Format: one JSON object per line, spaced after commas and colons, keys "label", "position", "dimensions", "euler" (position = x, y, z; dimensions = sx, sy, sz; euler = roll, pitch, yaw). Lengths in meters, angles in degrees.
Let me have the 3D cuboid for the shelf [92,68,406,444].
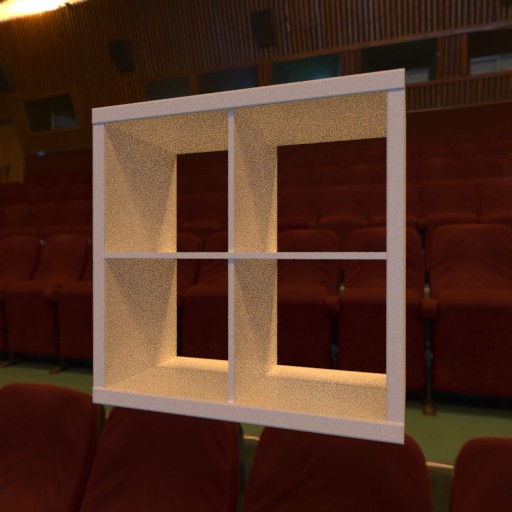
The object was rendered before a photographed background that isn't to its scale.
{"label": "shelf", "position": [0.000, 0.000, 1.239], "dimensions": [0.790, 0.786, 0.390], "euler": [0, 0, 19]}
